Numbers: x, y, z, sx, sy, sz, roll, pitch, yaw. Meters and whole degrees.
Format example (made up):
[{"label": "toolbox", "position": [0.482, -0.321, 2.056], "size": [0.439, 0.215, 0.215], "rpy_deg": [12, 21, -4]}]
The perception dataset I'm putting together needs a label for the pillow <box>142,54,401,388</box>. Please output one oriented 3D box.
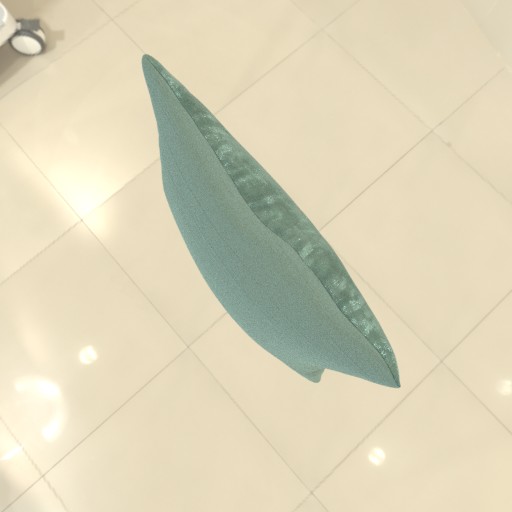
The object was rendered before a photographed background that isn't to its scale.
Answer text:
[{"label": "pillow", "position": [0.000, 0.000, 0.697], "size": [0.175, 0.464, 0.470], "rpy_deg": [-34, 79, -8]}]
